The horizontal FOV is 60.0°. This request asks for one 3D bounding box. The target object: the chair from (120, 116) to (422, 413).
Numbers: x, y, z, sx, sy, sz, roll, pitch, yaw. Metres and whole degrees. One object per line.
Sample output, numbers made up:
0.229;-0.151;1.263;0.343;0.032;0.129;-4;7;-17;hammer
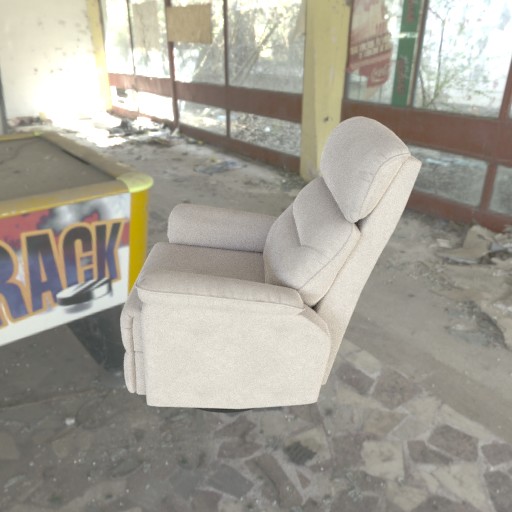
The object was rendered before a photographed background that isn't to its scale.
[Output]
0.000;0.000;1.772;1.001;1.039;0.820;0;25;0;chair
